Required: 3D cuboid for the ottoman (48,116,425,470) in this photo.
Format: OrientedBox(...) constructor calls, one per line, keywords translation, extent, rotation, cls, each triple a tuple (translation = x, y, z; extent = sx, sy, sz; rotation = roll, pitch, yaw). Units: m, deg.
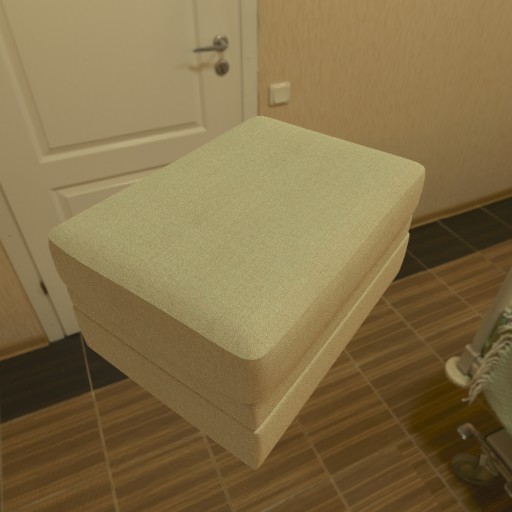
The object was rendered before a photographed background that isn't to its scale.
OrientedBox(translation=(0.000, 0.000, 1.275), extent=(0.637, 0.478, 0.885), rotation=(26, 47, 26), cls="ottoman")
